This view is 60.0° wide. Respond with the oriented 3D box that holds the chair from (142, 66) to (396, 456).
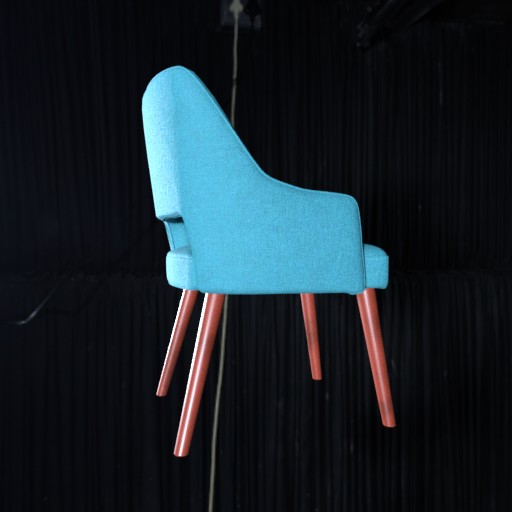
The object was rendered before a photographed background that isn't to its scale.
[{"bbox_3d":[0.000,0.000,1.221,0.605,0.849,0.548,0,1,-18],"label":"chair"}]
